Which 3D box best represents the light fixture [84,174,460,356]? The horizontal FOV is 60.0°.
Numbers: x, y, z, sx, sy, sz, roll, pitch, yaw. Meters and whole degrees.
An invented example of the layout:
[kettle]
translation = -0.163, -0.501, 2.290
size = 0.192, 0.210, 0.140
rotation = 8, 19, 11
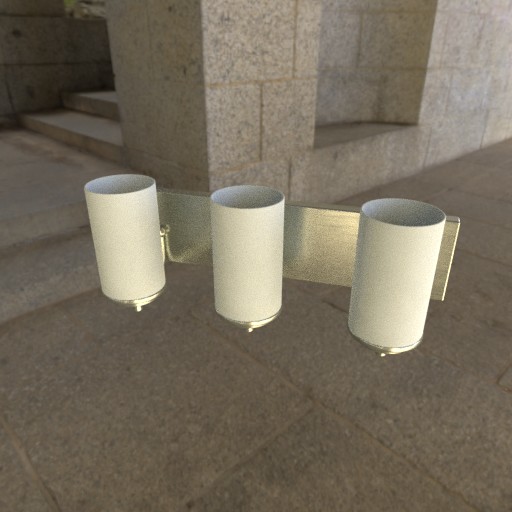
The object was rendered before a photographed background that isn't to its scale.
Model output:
[light fixture]
translation = 0.000, 0.000, 0.537
size = 0.451, 0.172, 0.145
rotation = 8, 27, 15
